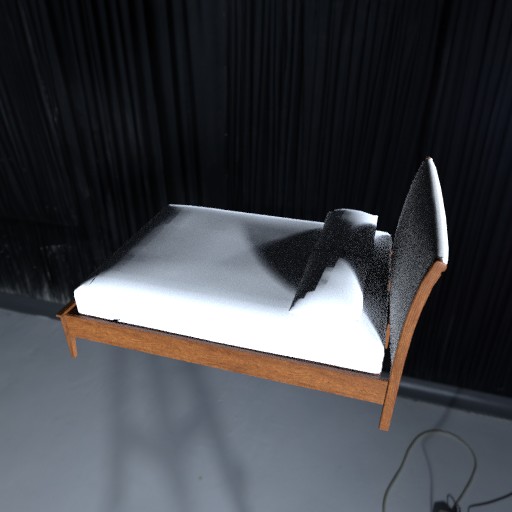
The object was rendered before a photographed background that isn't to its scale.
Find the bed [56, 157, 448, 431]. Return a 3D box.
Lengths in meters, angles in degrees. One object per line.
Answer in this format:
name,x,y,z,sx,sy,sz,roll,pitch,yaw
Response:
bed,0.000,0.000,3.301,2.380,1.250,1.612,9,32,14
